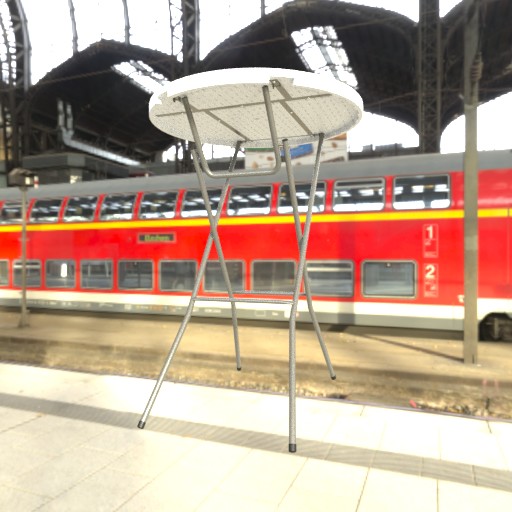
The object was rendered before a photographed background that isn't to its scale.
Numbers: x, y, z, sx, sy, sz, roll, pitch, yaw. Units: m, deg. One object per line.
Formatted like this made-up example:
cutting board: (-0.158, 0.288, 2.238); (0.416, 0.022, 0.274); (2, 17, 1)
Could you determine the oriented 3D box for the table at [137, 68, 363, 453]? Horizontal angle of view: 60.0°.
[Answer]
table: (0.000, 0.000, 1.691); (0.792, 1.105, 0.795); (0, 0, 20)
